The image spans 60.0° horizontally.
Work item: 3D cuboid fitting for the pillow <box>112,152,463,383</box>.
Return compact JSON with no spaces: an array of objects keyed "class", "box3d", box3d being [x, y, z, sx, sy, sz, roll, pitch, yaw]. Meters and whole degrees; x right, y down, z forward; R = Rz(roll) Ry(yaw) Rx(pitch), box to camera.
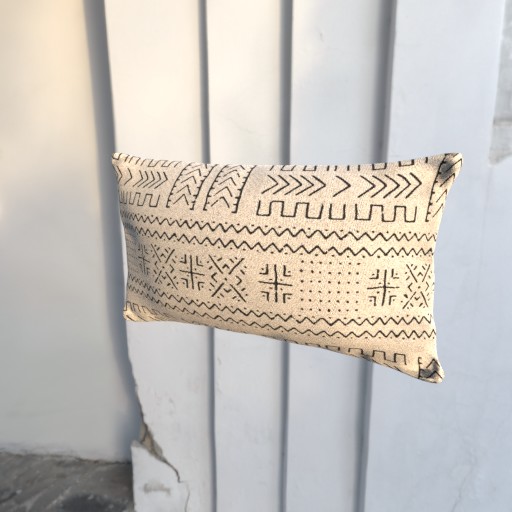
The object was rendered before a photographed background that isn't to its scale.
[{"class":"pillow","box3d":[0.000,0.000,0.774,0.637,0.352,0.188,6,15,25]}]
